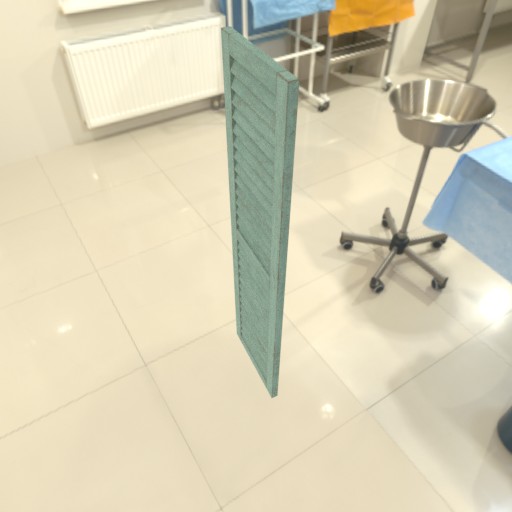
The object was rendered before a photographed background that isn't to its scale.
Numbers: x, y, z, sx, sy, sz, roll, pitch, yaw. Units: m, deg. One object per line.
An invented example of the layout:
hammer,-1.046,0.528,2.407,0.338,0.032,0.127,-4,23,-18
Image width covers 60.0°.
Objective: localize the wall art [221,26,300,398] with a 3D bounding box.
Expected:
wall art,0.000,0.000,1.363,0.025,1.219,0.329,-19,48,-18
